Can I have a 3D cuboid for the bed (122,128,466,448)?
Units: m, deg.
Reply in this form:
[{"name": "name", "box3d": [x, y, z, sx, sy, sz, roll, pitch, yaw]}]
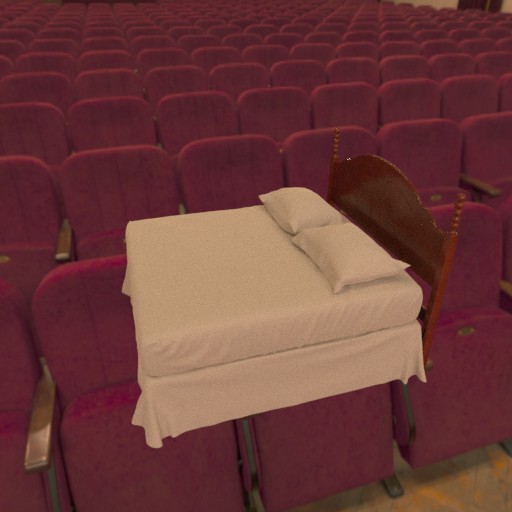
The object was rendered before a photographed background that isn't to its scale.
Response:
[{"name": "bed", "box3d": [0.000, 0.000, 3.269, 2.040, 1.356, 1.873, -9, 31, -15]}]
